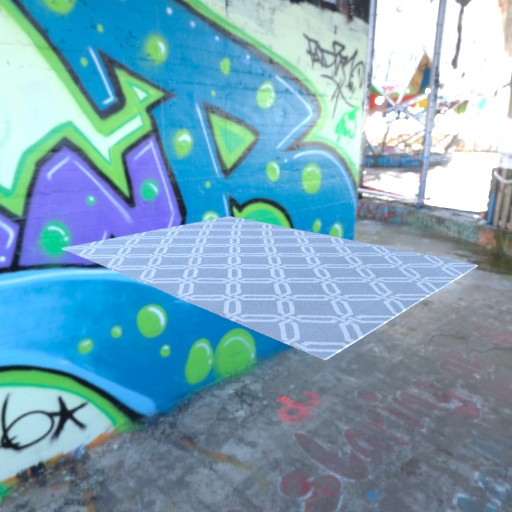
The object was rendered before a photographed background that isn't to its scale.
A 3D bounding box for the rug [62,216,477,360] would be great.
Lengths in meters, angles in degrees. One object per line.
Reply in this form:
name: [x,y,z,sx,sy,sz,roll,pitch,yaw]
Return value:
rug: [0.000,0.000,2.767,2.133,0.013,1.522,15,22,42]
